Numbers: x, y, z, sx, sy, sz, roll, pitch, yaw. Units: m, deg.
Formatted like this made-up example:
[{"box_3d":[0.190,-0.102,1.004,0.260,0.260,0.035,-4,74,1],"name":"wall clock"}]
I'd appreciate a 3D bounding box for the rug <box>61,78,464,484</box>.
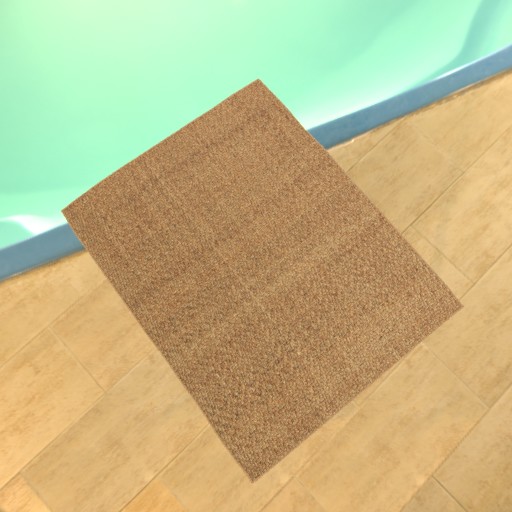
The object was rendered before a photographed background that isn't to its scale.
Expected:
[{"box_3d":[0.000,0.000,4.120,2.439,0.013,3.048,-37,78,-9],"name":"rug"}]
